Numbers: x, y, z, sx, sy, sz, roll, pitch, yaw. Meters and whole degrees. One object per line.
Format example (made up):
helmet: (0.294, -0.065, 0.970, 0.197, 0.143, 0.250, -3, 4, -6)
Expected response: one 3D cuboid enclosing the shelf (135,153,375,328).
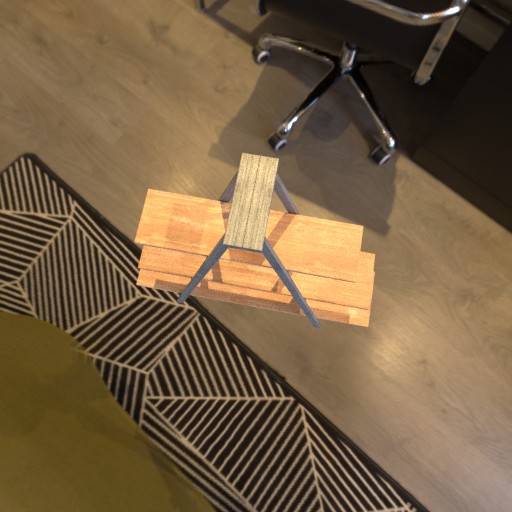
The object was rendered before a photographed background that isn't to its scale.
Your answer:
shelf: (0.000, 0.000, 2.706, 1.746, 1.808, 0.508, 10, 75, 3)
